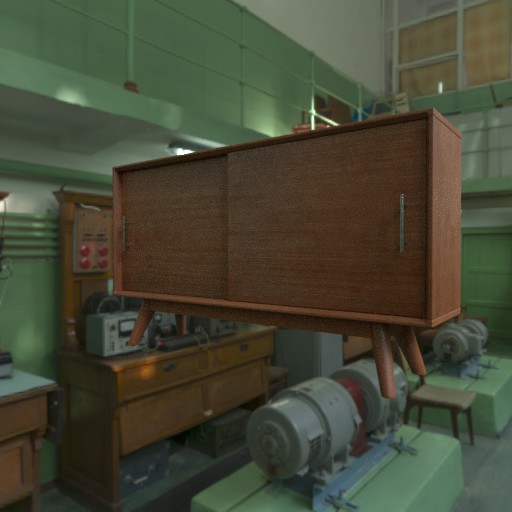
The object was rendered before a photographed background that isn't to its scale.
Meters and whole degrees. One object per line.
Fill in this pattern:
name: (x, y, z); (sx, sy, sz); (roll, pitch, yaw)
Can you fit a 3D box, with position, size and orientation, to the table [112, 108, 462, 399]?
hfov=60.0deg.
table: (0.000, 0.000, 1.495); (1.220, 0.698, 0.308); (1, 1, 37)
